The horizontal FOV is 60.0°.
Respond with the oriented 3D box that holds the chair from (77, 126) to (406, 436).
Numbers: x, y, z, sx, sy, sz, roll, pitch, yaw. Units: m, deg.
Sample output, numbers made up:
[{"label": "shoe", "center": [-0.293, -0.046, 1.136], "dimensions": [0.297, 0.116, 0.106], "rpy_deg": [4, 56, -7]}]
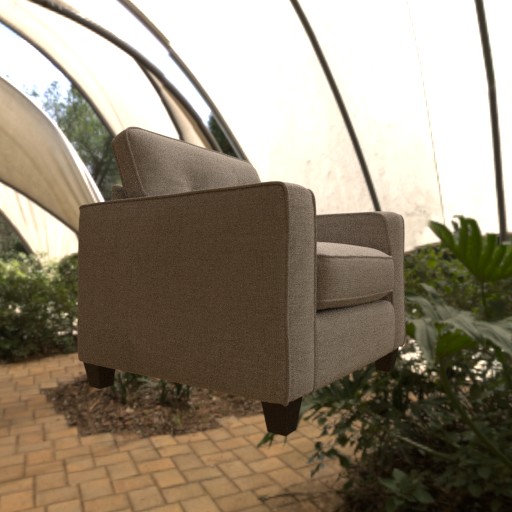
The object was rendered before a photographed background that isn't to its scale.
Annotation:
[{"label": "chair", "center": [0.000, 0.000, 1.766], "dimensions": [0.939, 0.965, 1.015], "rpy_deg": [0, -1, 35]}]
